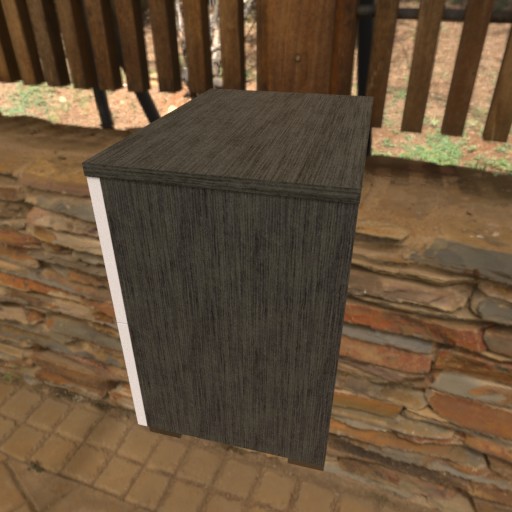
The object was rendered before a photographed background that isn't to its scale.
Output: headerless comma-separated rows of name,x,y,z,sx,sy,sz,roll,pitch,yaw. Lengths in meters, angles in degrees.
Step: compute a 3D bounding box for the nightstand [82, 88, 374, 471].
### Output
nightstand,0.000,0.000,0.769,0.325,0.460,0.441,8,32,12
